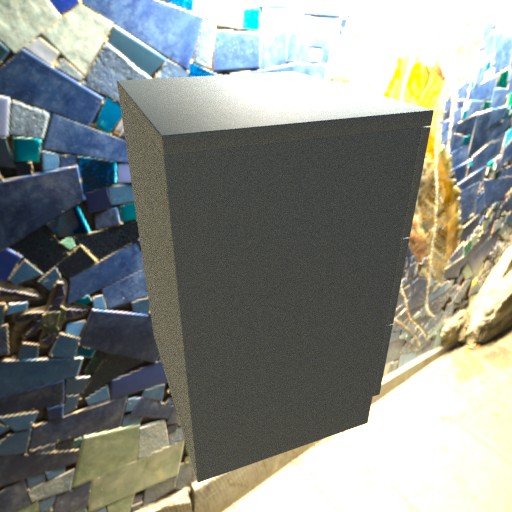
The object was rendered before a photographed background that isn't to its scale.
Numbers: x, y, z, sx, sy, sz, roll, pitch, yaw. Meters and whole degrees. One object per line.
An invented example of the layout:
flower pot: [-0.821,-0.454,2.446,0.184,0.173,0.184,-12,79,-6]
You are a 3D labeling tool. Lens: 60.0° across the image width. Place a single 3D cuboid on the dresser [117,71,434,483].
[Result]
dresser: [0.000,0.000,0.798,0.360,0.560,0.400,-11,31,-19]
